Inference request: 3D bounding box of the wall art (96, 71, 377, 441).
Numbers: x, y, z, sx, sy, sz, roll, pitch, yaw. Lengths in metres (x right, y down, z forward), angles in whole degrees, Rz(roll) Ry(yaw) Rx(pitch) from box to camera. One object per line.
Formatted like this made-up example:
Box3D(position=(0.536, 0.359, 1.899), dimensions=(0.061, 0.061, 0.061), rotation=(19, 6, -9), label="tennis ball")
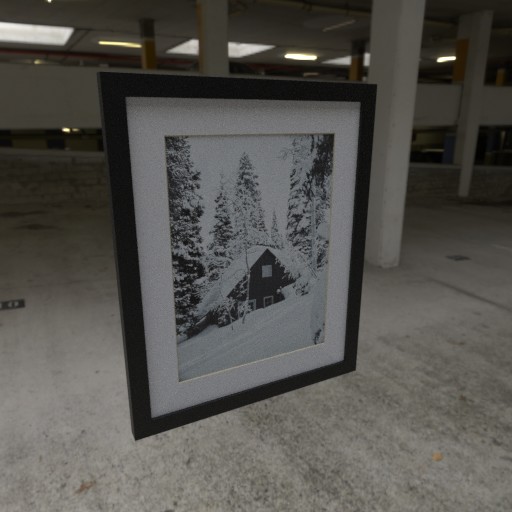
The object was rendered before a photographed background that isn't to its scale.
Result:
Box3D(position=(0.000, 0.000, 0.534), dimensions=(0.325, 0.397, 0.018), rotation=(-9, 19, -26), label="wall art")
